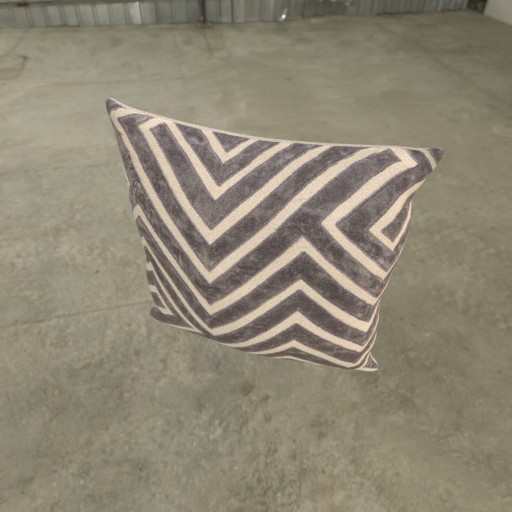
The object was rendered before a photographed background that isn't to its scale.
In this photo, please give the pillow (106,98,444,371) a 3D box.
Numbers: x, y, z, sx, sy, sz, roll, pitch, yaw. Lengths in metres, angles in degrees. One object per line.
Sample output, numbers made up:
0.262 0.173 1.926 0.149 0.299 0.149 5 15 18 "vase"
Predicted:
0.000 0.000 0.679 0.440 0.441 0.182 12 43 13 "pillow"
